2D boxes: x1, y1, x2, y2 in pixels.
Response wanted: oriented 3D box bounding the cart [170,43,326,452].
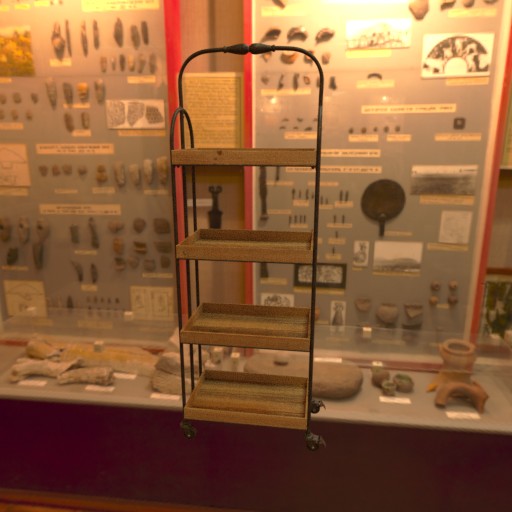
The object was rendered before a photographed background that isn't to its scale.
[{"bbox_3d":[0.000,0.000,1.683,0.581,1.481,0.308,2,15,8],"label":"cart"}]
